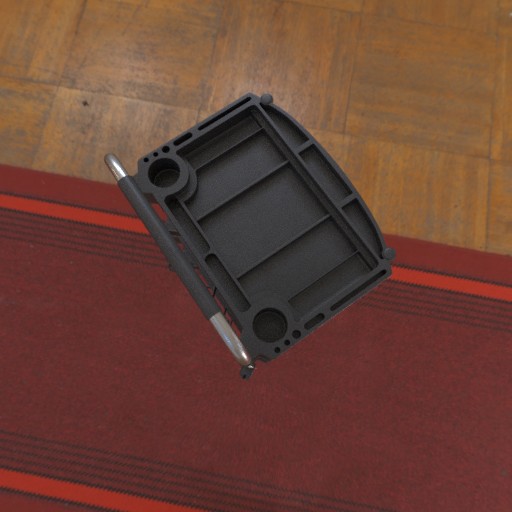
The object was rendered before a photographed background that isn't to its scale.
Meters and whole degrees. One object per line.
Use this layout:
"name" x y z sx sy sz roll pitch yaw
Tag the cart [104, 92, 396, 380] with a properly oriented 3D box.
"cart" 0.000 0.000 1.352 0.518 1.075 0.584 -34 78 -8
